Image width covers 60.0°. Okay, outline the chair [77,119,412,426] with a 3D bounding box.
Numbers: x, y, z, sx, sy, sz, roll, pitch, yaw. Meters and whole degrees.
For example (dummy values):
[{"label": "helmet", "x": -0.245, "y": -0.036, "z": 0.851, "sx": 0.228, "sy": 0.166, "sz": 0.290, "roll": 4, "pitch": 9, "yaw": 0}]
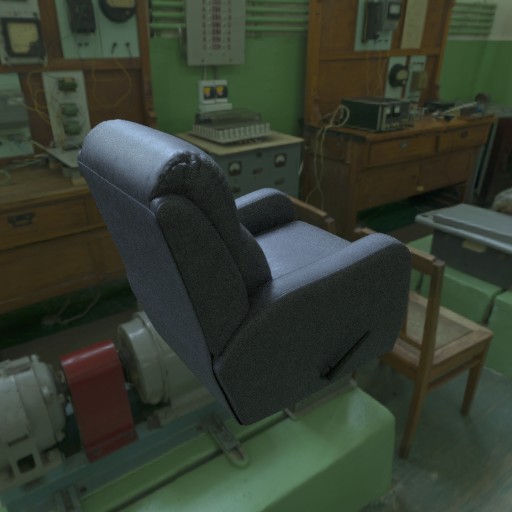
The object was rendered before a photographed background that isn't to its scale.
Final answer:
[{"label": "chair", "x": 0.000, "y": 0.000, "z": 1.767, "sx": 1.067, "sy": 1.067, "sz": 0.865, "roll": -18, "pitch": 32, "yaw": -32}]
